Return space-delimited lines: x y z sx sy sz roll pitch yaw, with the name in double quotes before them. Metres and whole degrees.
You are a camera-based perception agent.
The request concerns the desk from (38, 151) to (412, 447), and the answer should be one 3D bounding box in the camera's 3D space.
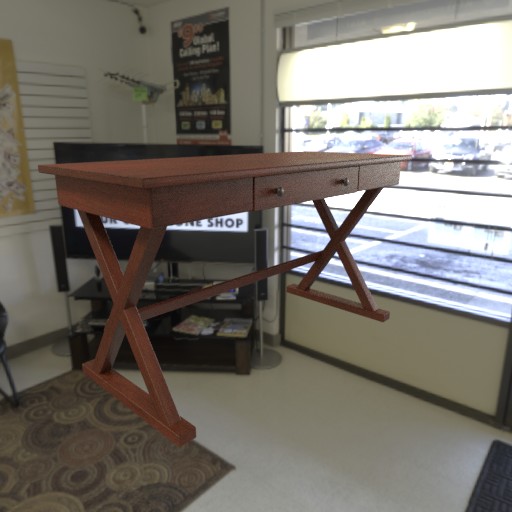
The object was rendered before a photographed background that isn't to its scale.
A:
"desk" 0.000 0.000 1.782 0.600 0.761 1.372 15 21 42
